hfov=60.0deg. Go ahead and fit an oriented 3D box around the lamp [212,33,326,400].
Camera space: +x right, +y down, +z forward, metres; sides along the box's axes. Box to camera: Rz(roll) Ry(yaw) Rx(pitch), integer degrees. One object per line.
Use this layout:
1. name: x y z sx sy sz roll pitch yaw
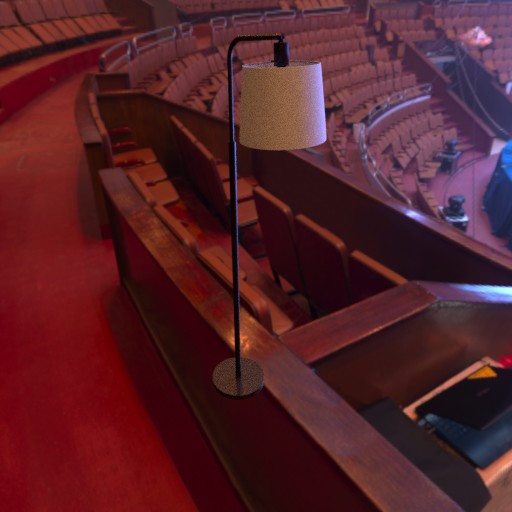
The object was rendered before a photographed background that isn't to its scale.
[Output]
1. lamp: 0.000 0.000 1.631 0.254 1.478 0.508 -22 37 -33
